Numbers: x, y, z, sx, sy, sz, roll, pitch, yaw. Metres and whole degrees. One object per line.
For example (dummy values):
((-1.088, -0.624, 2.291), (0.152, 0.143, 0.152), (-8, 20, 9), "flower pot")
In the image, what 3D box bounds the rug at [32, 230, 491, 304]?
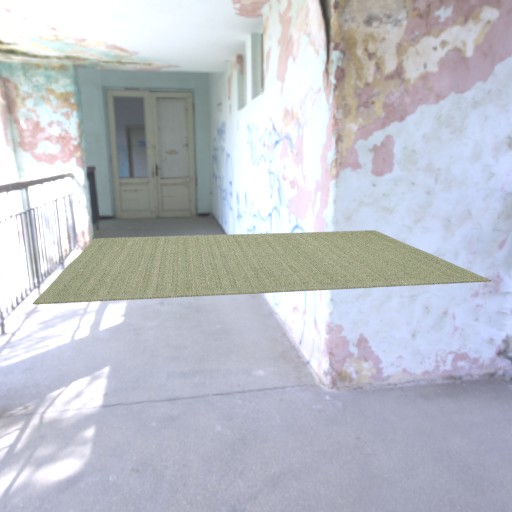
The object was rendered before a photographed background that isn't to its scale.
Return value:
((0.000, 0.000, 2.199), (1.747, 0.006, 1.143), (-2, 14, -9), "rug")
